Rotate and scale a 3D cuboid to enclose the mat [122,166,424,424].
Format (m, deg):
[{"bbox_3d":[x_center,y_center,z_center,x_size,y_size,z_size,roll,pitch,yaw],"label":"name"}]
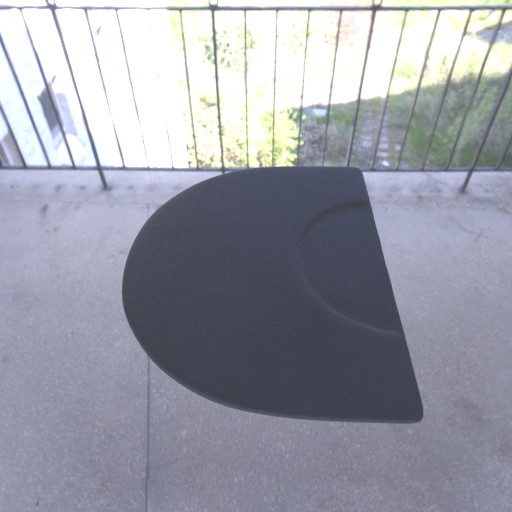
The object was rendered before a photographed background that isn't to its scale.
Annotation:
[{"bbox_3d":[0.000,0.000,1.583,0.917,0.016,1.220,1,43,1],"label":"mat"}]
